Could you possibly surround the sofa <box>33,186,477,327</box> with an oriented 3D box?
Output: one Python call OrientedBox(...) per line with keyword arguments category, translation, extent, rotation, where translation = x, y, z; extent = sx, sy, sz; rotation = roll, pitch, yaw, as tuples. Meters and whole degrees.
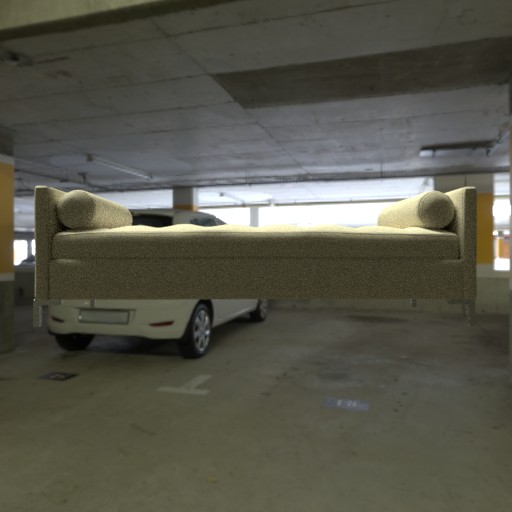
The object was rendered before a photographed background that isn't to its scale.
OrientedBox(category="sofa", translation=(0.000, 0.000, 2.453), extent=(2.102, 0.655, 0.797), rotation=(0, 0, -1))
